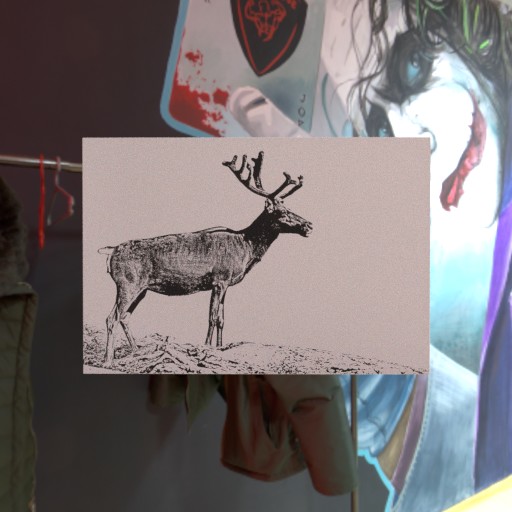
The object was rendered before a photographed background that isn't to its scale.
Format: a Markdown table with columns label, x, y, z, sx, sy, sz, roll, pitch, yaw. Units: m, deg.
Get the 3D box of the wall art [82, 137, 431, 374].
| label | x | y | z | sx | sy | sz | roll | pitch | yaw |
| --- | --- | --- | --- | --- | --- | --- | --- | --- | --- |
| wall art | 0.000 | 0.000 | 1.171 | 0.906 | 0.617 | 0.033 | 0 | 1 | 1 |
